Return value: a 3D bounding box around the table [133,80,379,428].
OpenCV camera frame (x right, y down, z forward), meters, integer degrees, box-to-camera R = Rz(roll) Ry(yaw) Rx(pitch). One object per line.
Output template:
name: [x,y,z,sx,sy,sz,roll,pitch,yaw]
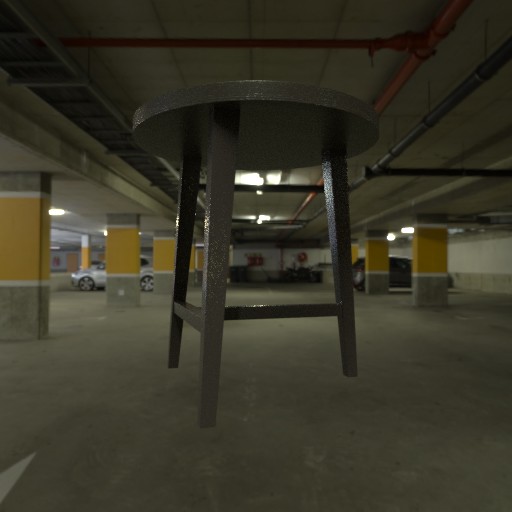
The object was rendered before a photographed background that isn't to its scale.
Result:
table: [0.000,0.000,0.927,0.500,0.531,0.500,0,-1,0]
